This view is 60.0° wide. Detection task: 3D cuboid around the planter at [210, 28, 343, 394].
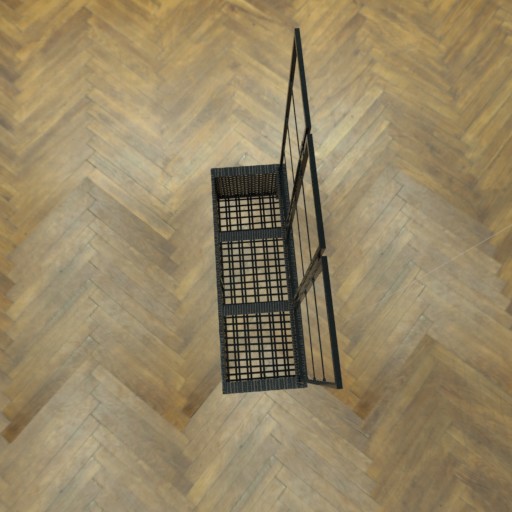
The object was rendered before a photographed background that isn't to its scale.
[{"bbox_3d":[0.000,0.000,1.170,0.244,0.841,0.699,-4,75,-1],"label":"planter"}]
